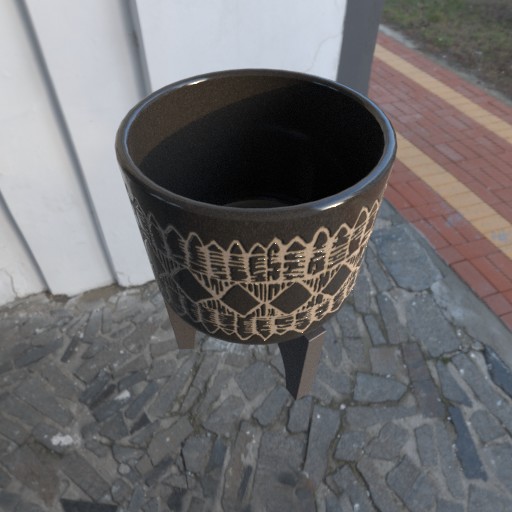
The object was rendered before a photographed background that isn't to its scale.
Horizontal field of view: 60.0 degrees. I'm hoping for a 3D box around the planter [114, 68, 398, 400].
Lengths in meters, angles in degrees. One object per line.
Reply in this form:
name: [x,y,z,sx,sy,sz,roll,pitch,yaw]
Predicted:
planter: [0.000,0.000,0.407,0.196,0.264,0.196,-3,46,-3]
